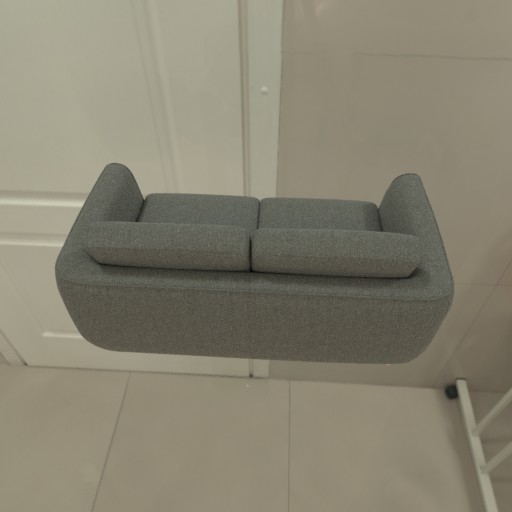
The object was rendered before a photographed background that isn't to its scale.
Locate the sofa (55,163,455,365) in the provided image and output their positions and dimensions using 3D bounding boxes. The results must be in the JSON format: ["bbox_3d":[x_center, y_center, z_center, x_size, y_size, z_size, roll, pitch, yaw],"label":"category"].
[{"bbox_3d":[0.000,0.000,2.212,1.700,0.870,0.920,3,47,2],"label":"sofa"}]
